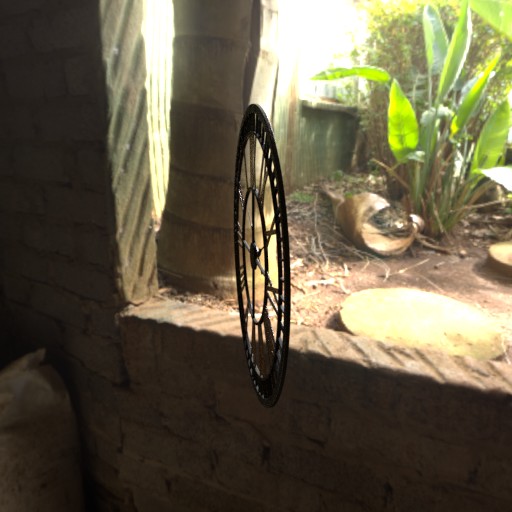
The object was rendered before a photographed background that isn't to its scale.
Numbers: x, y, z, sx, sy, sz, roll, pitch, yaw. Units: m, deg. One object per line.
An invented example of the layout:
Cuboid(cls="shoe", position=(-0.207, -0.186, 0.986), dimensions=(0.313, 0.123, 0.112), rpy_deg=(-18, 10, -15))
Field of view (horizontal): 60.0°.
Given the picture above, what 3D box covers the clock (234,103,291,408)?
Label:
Cuboid(cls="clock", position=(0.000, 0.000, 1.296), dimensions=(0.025, 0.843, 0.843), rpy_deg=(-3, 16, -10))
